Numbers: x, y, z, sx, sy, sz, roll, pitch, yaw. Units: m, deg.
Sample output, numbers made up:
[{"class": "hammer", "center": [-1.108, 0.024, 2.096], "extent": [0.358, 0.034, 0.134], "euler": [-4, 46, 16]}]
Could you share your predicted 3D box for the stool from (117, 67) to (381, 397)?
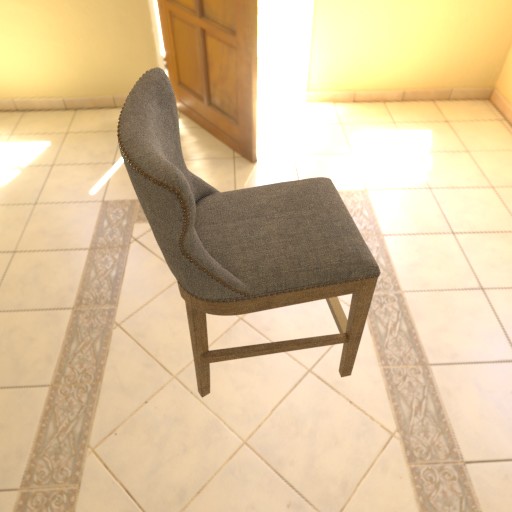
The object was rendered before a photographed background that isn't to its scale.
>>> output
[{"class": "stool", "center": [0.000, 0.000, 1.322], "extent": [0.608, 0.981, 0.498], "euler": [-9, 47, -9]}]
